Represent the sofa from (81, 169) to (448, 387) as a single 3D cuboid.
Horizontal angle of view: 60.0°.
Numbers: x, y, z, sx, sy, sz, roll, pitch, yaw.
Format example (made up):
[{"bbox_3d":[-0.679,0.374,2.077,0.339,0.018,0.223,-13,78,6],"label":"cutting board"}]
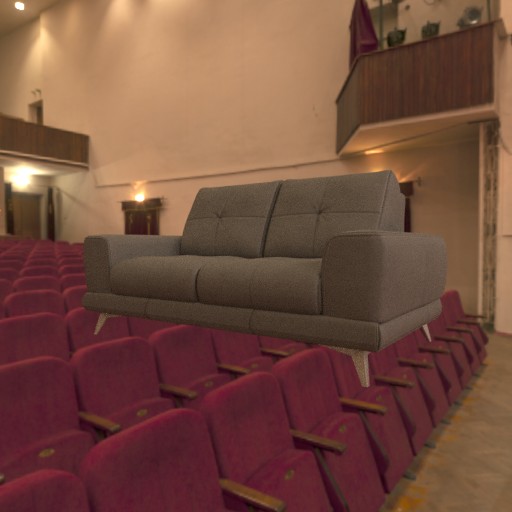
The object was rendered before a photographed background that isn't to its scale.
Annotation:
[{"bbox_3d":[0.000,0.000,2.442,1.806,0.907,1.018,1,2,35],"label":"sofa"}]
